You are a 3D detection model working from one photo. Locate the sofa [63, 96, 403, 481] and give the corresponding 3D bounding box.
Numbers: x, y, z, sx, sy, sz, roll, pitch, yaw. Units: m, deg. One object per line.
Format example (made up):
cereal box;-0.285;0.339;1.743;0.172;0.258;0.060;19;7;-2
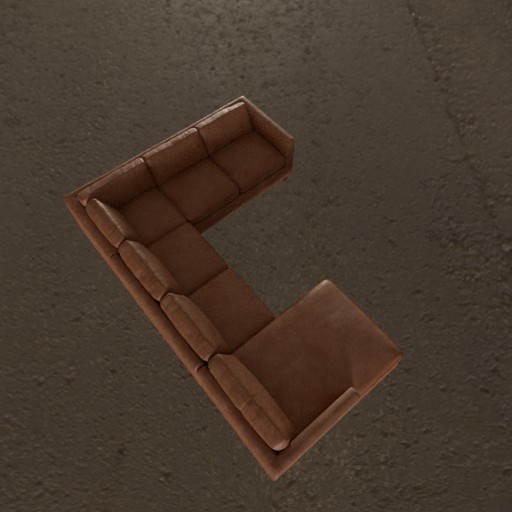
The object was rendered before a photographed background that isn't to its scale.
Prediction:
sofa;0.000;0.000;4.603;2.430;0.832;3.401;-36;66;-19
